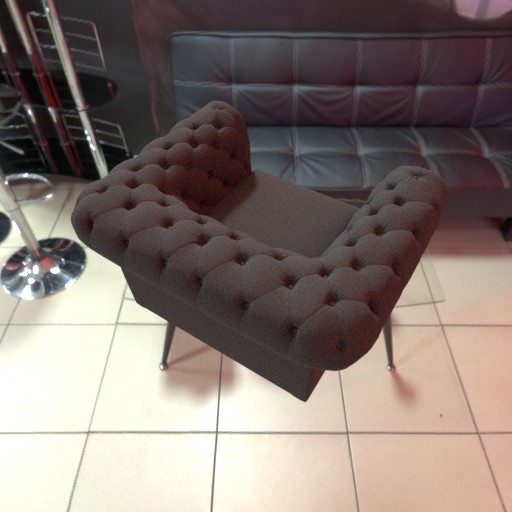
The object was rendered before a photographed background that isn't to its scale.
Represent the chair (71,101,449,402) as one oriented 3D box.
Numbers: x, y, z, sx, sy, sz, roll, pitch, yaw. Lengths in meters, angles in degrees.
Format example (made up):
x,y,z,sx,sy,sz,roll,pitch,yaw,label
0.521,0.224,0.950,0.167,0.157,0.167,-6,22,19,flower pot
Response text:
x,y,z,sx,sy,sz,roll,pitch,yaw,label
0.000,0.000,1.951,1.270,0.770,0.976,25,52,22,chair
